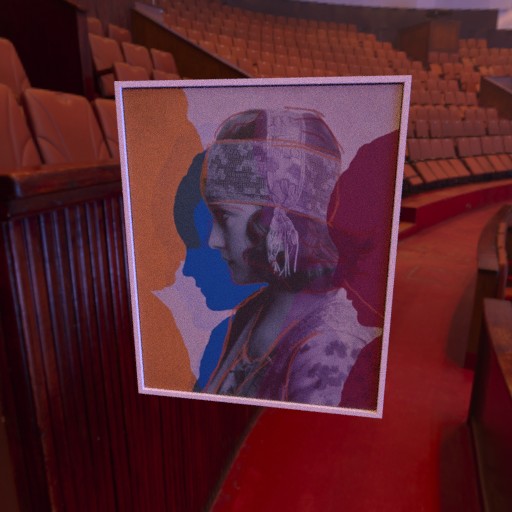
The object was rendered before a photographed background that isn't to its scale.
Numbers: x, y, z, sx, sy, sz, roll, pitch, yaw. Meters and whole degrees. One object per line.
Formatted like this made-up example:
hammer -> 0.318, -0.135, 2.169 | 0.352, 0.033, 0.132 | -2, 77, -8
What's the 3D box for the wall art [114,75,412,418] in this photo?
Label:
wall art -> 0.000, 0.000, 0.738 | 0.443, 0.549, 0.030 | 3, 16, 10
